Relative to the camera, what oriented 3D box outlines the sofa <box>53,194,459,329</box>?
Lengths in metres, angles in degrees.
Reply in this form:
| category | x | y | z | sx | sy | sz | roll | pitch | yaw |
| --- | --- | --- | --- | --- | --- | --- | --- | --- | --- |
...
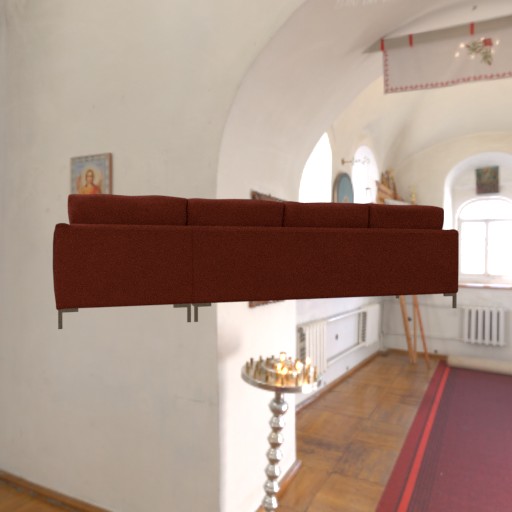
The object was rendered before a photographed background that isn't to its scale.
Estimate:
| category | x | y | z | sx | sy | sz | roll | pitch | yaw |
| --- | --- | --- | --- | --- | --- | --- | --- | --- | --- |
| sofa | 0.000 | 0.000 | 3.618 | 2.932 | 0.810 | 1.350 | 0 | 1 | -18 |
